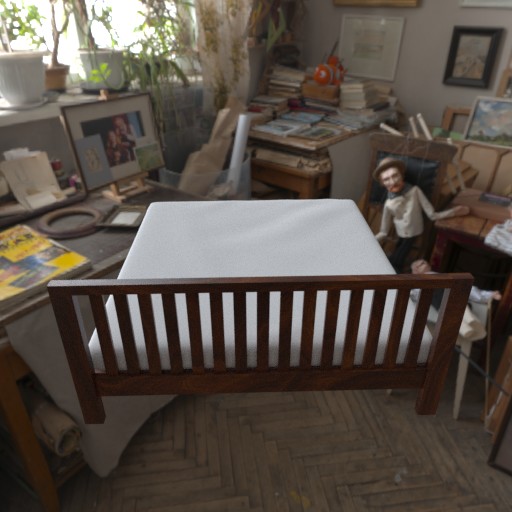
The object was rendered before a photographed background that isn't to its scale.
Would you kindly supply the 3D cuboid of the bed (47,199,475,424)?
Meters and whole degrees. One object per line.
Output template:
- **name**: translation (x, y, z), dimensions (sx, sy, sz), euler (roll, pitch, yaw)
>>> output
- **bed**: translation (0.000, 0.000, 3.072), dimensions (1.905, 0.890, 2.030), euler (-1, 30, -2)
